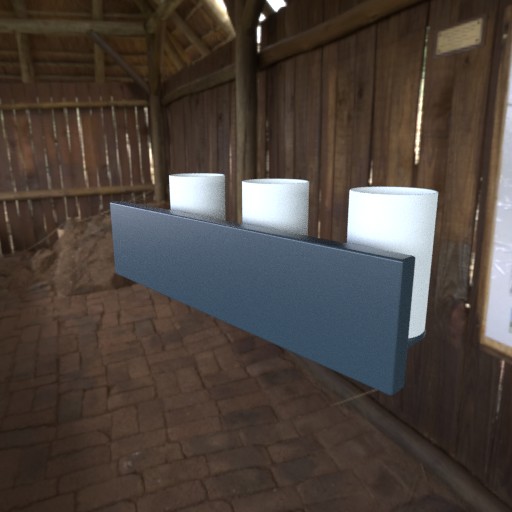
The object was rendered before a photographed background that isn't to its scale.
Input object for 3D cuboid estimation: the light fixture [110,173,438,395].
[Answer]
[{"bbox_3d":[0.000,0.000,0.525,0.145,0.172,0.451,-13,19,-41],"label":"light fixture"}]
